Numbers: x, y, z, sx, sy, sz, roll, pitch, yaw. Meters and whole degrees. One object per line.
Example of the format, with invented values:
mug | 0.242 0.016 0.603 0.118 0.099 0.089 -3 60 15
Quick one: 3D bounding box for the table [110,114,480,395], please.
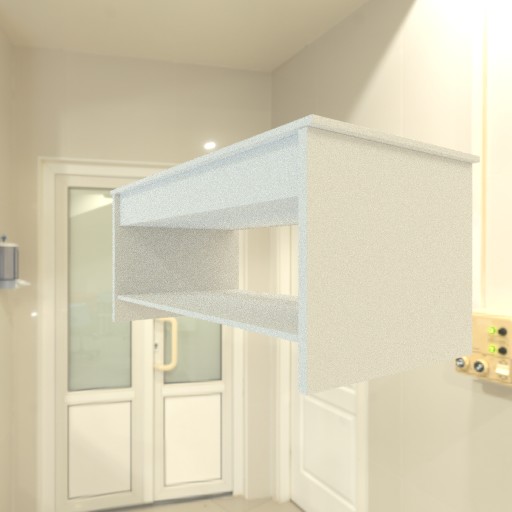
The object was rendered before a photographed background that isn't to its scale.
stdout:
table | 0.000 0.000 1.239 0.500 0.441 1.000 0 0 -36
